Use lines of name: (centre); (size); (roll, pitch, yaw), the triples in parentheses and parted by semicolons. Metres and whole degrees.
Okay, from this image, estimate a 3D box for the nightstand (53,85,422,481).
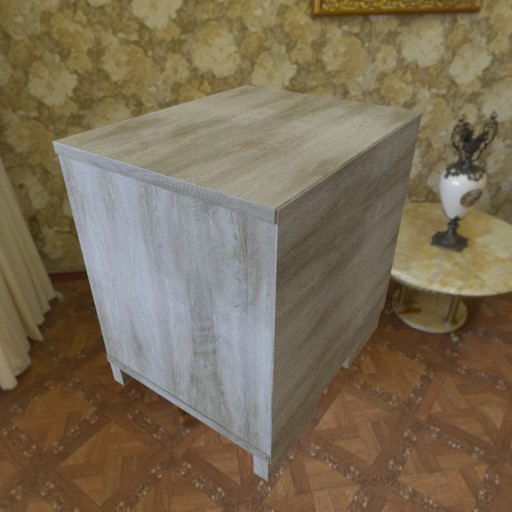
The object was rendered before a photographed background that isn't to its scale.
nightstand: (0.000, 0.000, 0.758); (0.347, 0.448, 0.427); (21, 38, 29)
